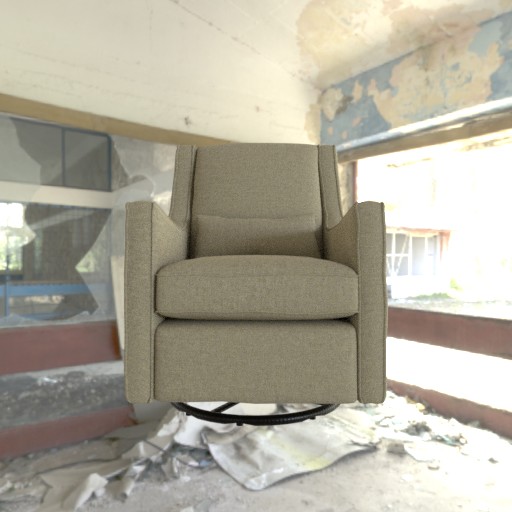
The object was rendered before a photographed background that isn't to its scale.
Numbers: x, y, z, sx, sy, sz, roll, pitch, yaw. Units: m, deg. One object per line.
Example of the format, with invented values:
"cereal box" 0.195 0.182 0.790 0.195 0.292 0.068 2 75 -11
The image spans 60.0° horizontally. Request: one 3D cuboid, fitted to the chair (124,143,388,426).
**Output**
"chair" 0.000 0.000 1.623 0.732 0.993 0.879 0 -1 0
